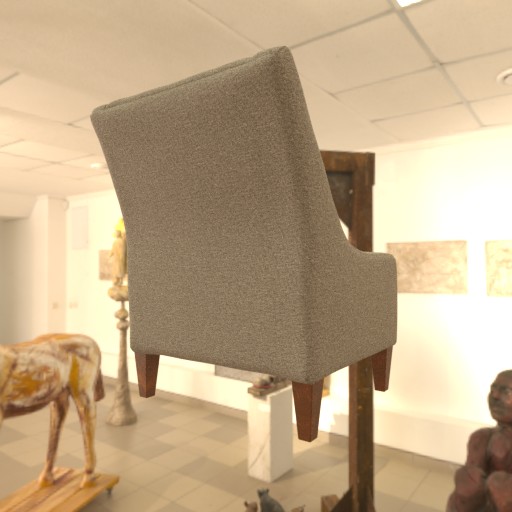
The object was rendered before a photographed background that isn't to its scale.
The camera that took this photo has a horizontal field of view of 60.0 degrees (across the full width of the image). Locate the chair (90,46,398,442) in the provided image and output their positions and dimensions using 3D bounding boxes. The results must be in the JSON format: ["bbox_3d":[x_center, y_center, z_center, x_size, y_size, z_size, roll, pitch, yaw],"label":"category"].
[{"bbox_3d":[0.000,0.000,1.595,0.774,1.016,0.870,0,-1,36],"label":"chair"}]
